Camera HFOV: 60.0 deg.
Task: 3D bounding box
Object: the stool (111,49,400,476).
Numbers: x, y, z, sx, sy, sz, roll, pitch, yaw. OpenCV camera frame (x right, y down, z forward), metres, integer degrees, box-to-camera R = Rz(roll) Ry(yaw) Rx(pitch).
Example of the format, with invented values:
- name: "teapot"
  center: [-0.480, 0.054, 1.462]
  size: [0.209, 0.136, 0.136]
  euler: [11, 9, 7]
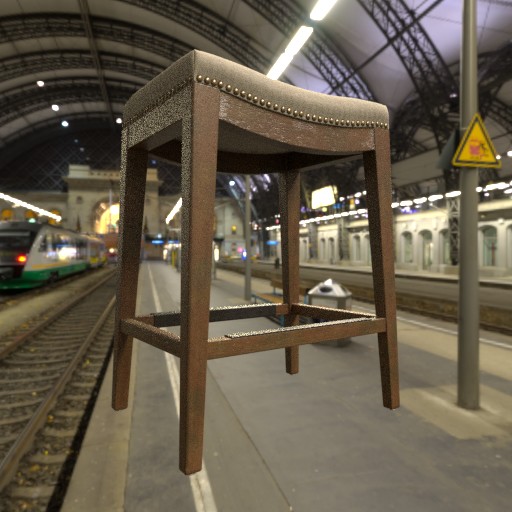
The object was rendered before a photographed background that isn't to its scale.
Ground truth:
- name: "stool"
  center: [0.000, 0.000, 0.948]
  size: [0.508, 0.660, 0.356]
  euler: [0, 1, -35]
